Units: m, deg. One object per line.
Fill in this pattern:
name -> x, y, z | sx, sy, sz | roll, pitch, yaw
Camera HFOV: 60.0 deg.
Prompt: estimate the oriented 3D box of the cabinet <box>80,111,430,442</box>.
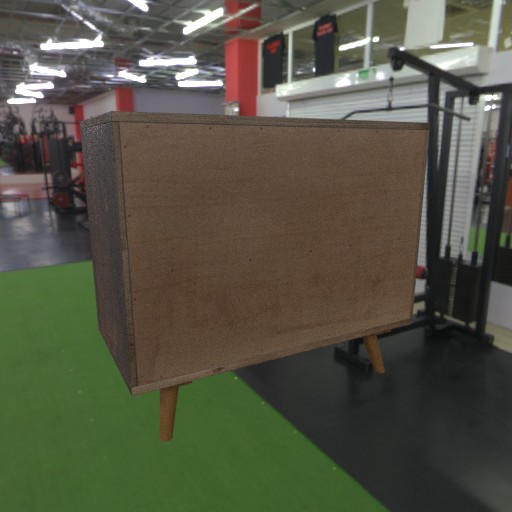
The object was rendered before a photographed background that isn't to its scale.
cabinet -> 0.000, 0.000, 1.554 | 1.023, 0.897, 0.529 | -7, 16, -28
